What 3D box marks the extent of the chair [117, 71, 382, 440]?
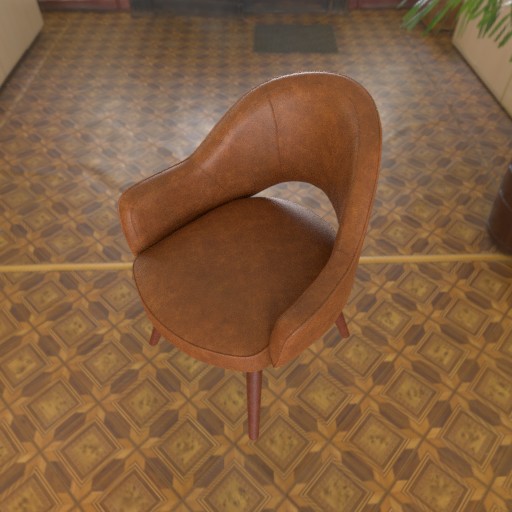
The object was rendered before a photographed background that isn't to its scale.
[{"bbox_3d":[0.000,0.000,1.196,0.591,0.777,0.640,34,56,27],"label":"chair"}]
